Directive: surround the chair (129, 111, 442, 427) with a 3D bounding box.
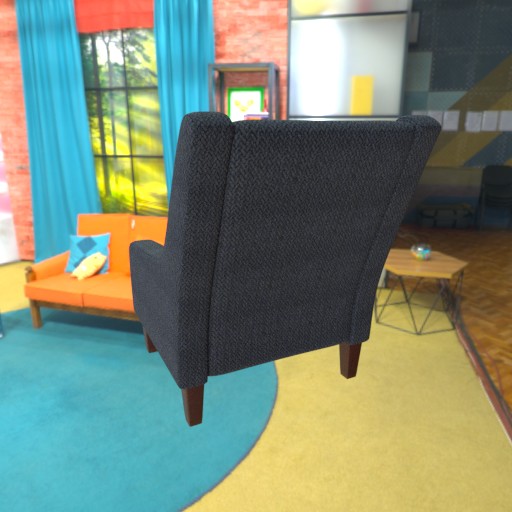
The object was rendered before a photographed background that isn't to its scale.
[{"bbox_3d":[0.000,0.000,1.687,0.793,1.012,0.944,-8,18,-26],"label":"chair"}]
